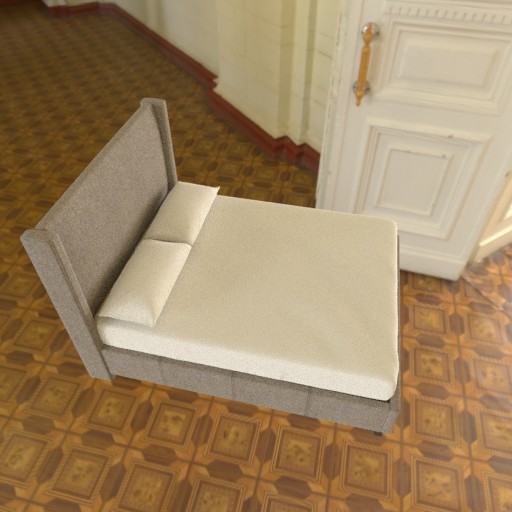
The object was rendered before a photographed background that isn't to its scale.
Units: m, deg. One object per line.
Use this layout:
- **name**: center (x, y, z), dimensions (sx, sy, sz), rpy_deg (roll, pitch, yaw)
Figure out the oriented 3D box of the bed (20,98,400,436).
- **bed**: center (0.000, 0.000, 3.315), dimensions (2.245, 1.481, 1.714), rpy_deg (9, 46, 9)
